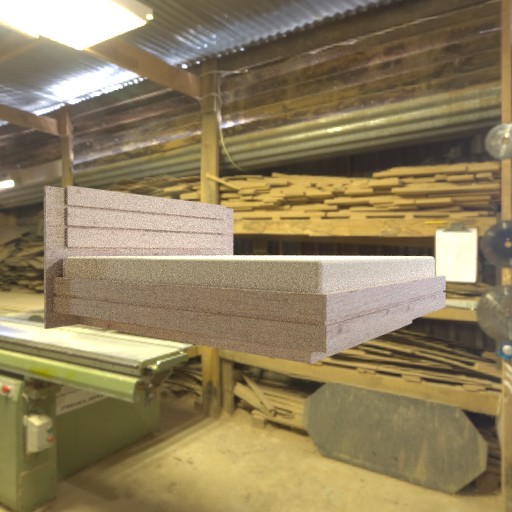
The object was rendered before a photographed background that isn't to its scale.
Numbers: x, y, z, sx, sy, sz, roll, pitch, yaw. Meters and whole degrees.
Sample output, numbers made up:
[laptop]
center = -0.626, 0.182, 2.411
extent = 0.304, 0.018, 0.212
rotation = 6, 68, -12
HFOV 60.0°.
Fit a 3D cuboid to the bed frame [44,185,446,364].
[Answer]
[bed frame]
center = 0.000, 0.000, 3.122
extent = 2.080, 0.970, 1.950
rotation = 0, 1, 37
